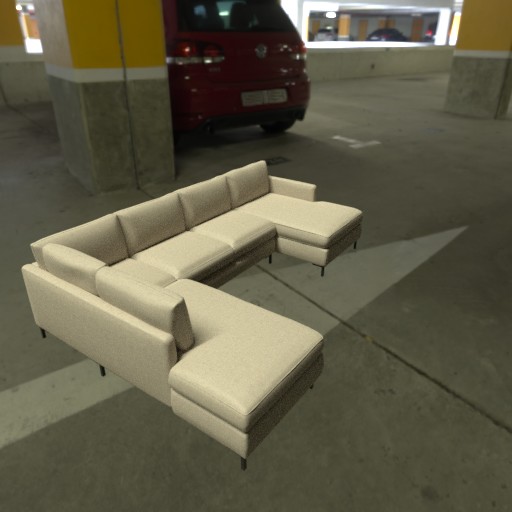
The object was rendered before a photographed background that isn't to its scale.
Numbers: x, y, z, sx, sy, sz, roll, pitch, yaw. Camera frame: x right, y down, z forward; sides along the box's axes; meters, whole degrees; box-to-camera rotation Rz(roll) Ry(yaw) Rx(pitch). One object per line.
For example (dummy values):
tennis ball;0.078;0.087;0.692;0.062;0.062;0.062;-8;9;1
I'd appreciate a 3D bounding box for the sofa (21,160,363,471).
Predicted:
sofa;0.000;0.000;3.451;1.879;0.756;2.737;18;32;32
